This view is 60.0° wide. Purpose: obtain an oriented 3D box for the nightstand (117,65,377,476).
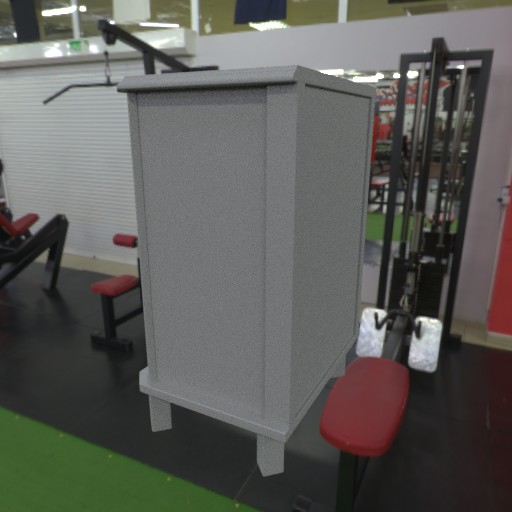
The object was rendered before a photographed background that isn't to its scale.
[{"bbox_3d":[0.000,0.000,0.934,0.350,0.680,0.450,9,19,27],"label":"nightstand"}]
